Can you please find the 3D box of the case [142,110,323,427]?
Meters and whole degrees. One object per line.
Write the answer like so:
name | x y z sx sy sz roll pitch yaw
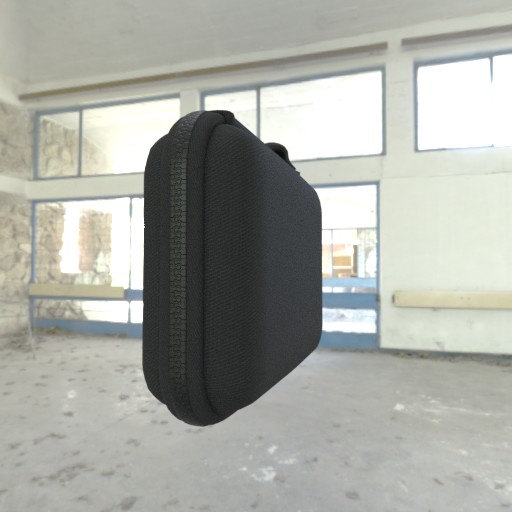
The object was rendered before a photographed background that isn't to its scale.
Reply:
case | 0.000 0.000 0.182 0.038 0.105 0.132 -1 -2 19
